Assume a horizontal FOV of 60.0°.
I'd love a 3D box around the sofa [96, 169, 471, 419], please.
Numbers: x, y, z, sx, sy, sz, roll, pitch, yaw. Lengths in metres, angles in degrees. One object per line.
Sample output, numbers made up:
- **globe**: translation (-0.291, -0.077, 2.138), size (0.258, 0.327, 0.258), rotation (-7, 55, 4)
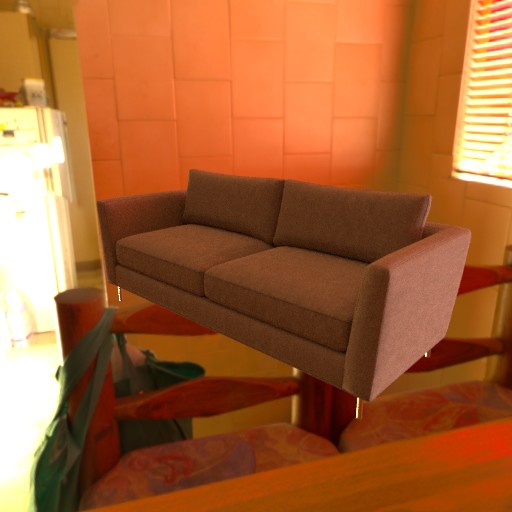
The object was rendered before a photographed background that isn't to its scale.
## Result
- **sofa**: translation (0.000, 0.000, 2.628), size (2.121, 0.864, 0.889), rotation (15, 22, 41)
